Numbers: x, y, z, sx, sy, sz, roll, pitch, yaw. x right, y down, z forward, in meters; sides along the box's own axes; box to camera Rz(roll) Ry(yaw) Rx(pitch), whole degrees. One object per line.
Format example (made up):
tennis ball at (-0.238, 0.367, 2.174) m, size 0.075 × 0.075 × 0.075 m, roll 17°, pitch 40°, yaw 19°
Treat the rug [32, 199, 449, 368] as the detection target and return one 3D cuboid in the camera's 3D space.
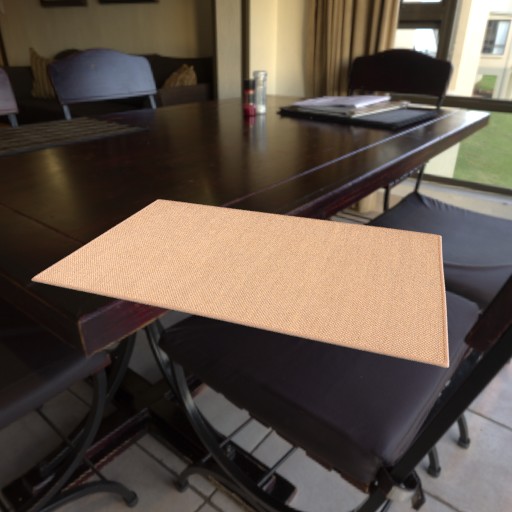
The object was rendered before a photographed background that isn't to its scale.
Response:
rug at (0.000, 0.000, 2.101) m, size 1.676 × 0.013 × 1.067 m, roll 9°, pitch 28°, yaw 17°
